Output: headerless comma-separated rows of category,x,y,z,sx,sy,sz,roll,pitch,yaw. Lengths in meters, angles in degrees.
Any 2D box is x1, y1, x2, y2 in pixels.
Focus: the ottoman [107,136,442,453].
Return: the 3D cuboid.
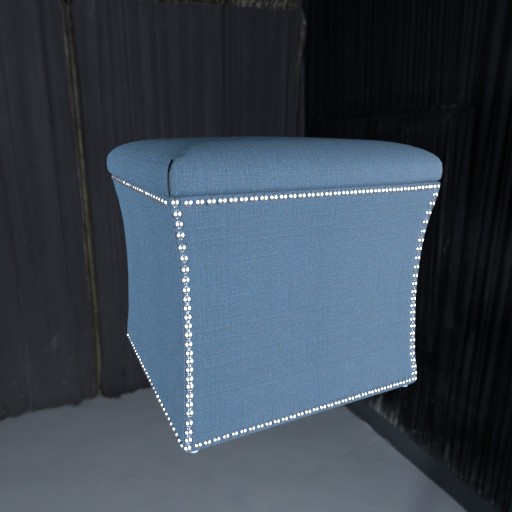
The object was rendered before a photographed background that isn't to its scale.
ottoman,0.000,0.000,0.911,0.507,0.475,0.497,-7,17,-25
